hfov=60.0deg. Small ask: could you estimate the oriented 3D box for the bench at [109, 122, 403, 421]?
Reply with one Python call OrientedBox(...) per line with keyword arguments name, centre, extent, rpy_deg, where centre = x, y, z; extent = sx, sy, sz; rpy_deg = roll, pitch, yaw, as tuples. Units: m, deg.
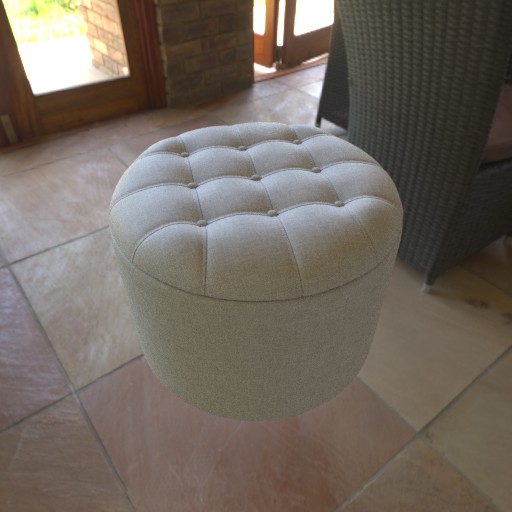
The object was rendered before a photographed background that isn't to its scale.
OrientedBox(name="bench", centre=(0.000, 0.000, 1.027), extent=(0.600, 0.453, 0.600), rpy_deg=(0, 41, 0))
